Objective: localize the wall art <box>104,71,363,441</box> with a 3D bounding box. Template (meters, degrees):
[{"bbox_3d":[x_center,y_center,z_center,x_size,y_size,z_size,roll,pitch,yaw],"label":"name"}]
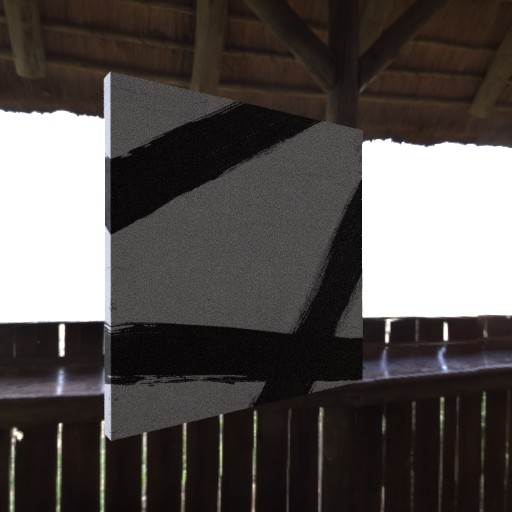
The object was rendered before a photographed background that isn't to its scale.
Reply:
[{"bbox_3d":[0.000,0.000,1.154,0.765,0.765,0.046,0,0,-35],"label":"wall art"}]
